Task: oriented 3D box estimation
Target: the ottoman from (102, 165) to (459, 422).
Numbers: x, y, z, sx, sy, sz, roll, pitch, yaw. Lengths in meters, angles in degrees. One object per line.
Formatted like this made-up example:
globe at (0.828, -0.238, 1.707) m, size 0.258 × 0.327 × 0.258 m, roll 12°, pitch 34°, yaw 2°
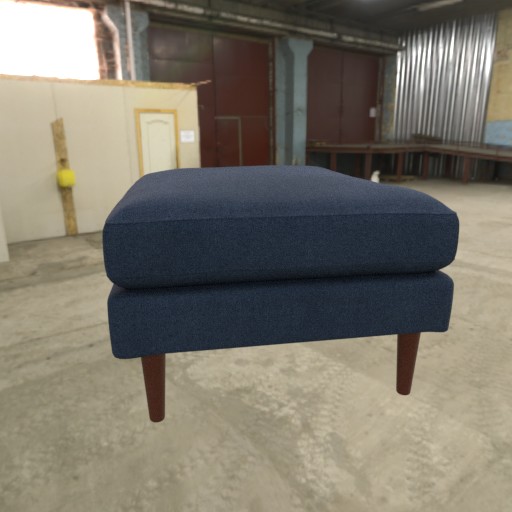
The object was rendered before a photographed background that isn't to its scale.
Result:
ottoman at (0.000, 0.000, 1.235) m, size 0.693 × 0.474 × 0.821 m, roll -3°, pitch 15°, yaw -10°
